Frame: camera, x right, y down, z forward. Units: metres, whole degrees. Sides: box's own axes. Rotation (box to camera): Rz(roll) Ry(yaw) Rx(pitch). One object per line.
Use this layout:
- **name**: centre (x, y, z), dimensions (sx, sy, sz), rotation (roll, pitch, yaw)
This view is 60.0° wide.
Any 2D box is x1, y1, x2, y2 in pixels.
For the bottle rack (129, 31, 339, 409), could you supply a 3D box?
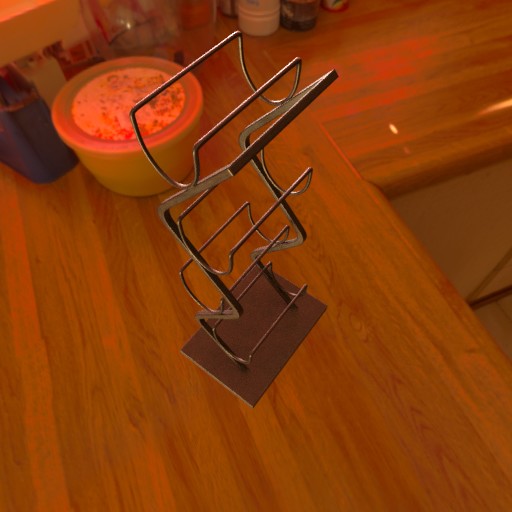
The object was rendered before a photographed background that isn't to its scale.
- **bottle rack**: centre (0.000, 0.000, 0.661), dimensions (0.178, 0.559, 0.254), rotation (33, 63, 19)
